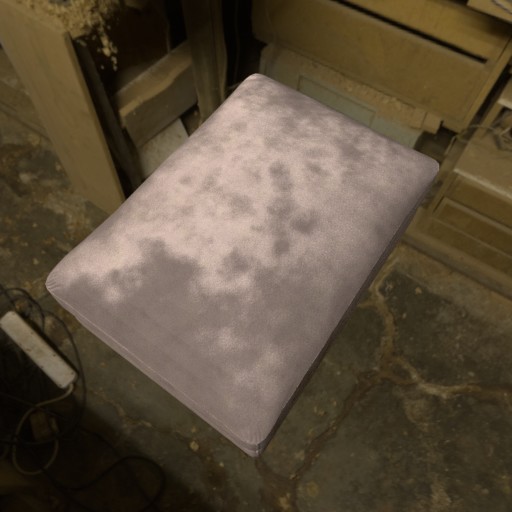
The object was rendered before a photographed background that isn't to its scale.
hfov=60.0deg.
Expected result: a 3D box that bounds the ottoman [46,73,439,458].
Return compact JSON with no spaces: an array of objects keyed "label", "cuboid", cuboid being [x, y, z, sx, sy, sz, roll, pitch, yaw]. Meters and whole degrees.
[{"label":"ottoman","cuboid":[0.000,0.000,1.054,0.520,0.456,0.719,32,68,15]}]
